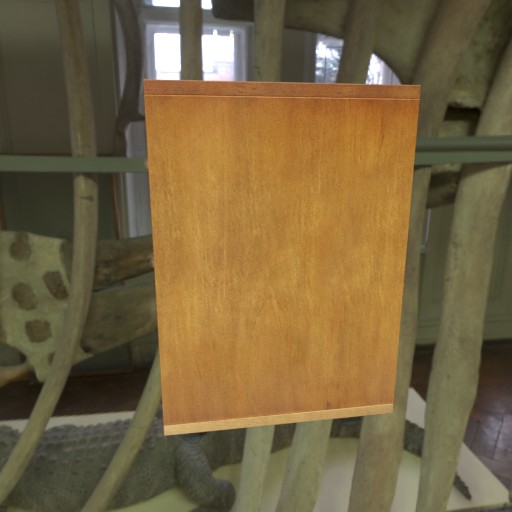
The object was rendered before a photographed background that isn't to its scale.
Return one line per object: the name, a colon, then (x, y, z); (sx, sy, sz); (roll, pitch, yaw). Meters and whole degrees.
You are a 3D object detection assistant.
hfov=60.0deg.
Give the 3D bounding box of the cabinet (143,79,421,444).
cabinet: (0.000, 0.000, 0.855); (0.401, 0.579, 0.409); (-2, 14, -9)
